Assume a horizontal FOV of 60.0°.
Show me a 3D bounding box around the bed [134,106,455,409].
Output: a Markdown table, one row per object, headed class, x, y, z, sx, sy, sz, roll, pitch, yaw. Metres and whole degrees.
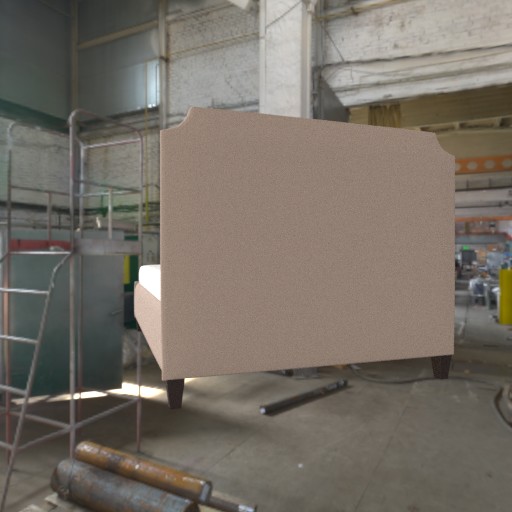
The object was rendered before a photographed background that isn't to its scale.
| class | x | y | z | sx | sy | sz | roll | pitch | yaw |
| --- | --- | --- | --- | --- | --- | --- | --- | --- | --- |
| bed | 0.000 | 0.000 | 3.423 | 1.713 | 1.443 | 2.372 | 0 | 0 | -19 |
